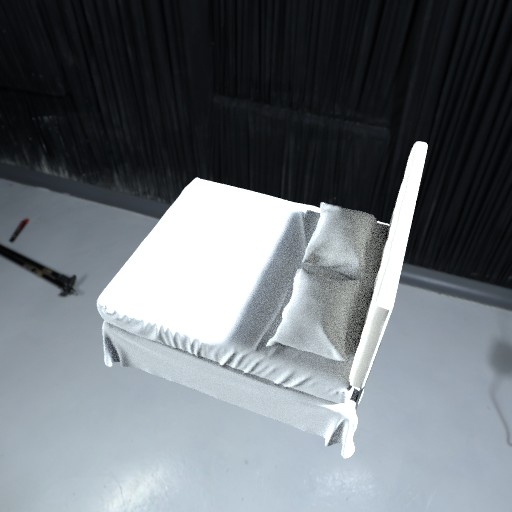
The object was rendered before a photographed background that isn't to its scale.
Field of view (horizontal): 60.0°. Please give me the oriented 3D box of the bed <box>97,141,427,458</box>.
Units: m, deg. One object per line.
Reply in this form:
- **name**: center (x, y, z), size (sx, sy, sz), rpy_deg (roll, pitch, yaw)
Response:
- **bed**: center (0.000, 0.000, 3.510), size (2.222, 1.577, 1.936), rpy_deg (16, 48, 15)
